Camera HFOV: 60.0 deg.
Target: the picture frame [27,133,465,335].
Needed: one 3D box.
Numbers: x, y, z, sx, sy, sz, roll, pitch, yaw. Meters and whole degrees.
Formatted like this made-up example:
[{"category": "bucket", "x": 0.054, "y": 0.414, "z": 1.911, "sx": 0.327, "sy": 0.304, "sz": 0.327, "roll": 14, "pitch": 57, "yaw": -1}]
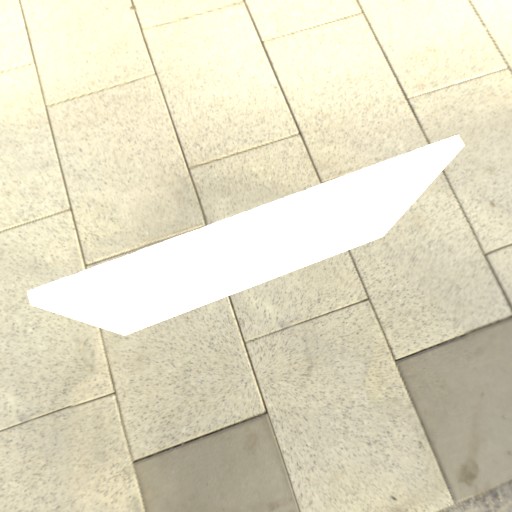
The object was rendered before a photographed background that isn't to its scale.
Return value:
[{"category": "picture frame", "x": 0.000, "y": 0.000, "z": 1.216, "sx": 0.950, "sy": 0.640, "sz": 0.029, "roll": -21, "pitch": 76, "yaw": -6}]
